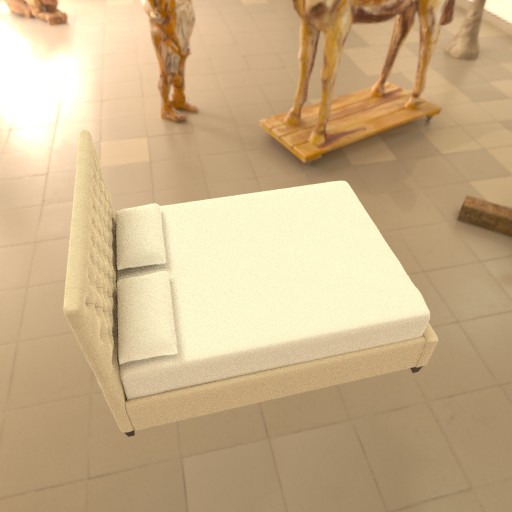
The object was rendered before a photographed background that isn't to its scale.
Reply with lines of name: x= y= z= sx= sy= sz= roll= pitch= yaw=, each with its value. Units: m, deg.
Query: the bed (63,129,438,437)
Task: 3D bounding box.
bed: x=0.000 y=0.000 z=3.269 sx=2.233 sy=1.426 sz=1.696 roll=-9 pitch=46 yaw=-9
